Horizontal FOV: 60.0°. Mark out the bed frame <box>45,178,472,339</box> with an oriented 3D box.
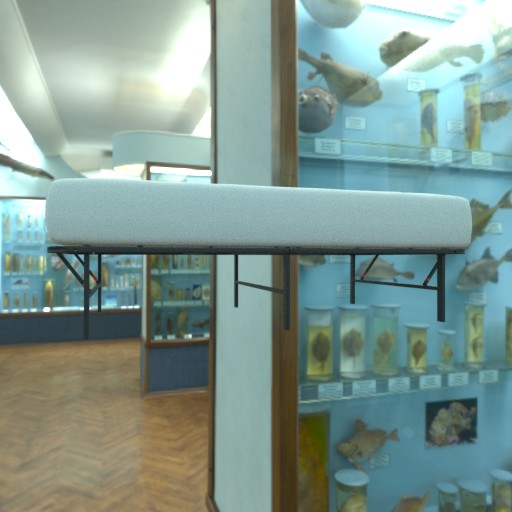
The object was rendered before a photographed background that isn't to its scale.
[{"bbox_3d":[0.000,0.000,2.353,1.908,0.640,1.025,0,0,-16],"label":"bed frame"}]
